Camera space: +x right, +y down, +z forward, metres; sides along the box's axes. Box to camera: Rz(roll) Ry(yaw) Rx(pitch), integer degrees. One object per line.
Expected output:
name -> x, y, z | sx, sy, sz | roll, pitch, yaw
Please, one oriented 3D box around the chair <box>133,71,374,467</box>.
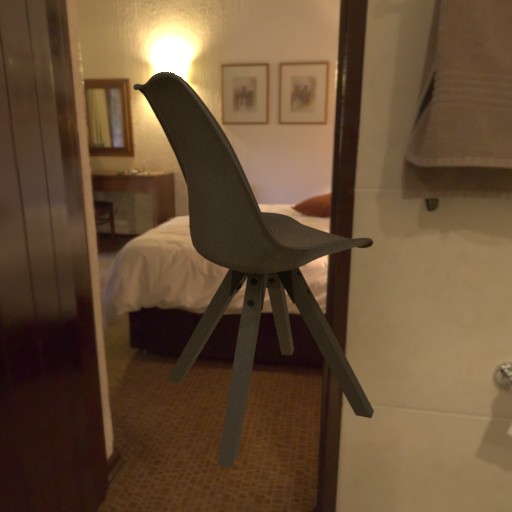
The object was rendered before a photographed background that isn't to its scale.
chair -> 0.000, 0.000, 1.172 | 0.550, 0.850, 0.485 | -7, 16, -26
